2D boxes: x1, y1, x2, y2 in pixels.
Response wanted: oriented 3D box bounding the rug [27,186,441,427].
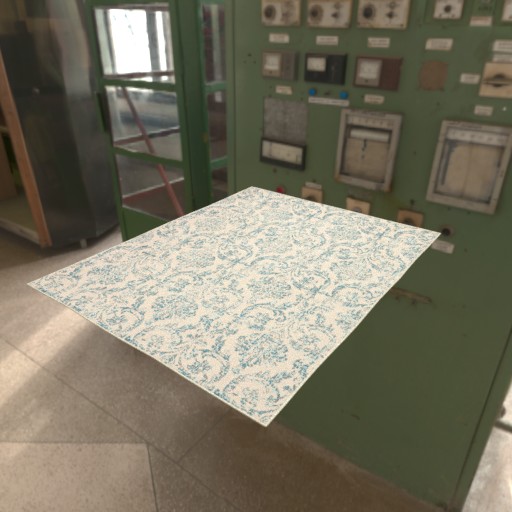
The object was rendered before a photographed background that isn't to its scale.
[{"bbox_3d":[0.000,0.000,3.976,2.363,0.012,2.980,19,33,32],"label":"rug"}]
